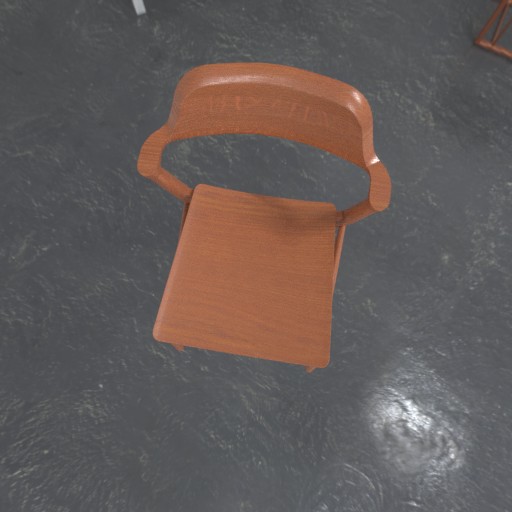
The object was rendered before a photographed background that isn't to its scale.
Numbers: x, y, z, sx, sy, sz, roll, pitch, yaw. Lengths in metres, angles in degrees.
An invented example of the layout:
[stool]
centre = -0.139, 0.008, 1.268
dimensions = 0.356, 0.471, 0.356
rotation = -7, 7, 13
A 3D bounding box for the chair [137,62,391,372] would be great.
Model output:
[chair]
centre = 0.000, 0.000, 1.108
dimensions = 0.496, 0.801, 0.499
rotation = 9, 75, 2
